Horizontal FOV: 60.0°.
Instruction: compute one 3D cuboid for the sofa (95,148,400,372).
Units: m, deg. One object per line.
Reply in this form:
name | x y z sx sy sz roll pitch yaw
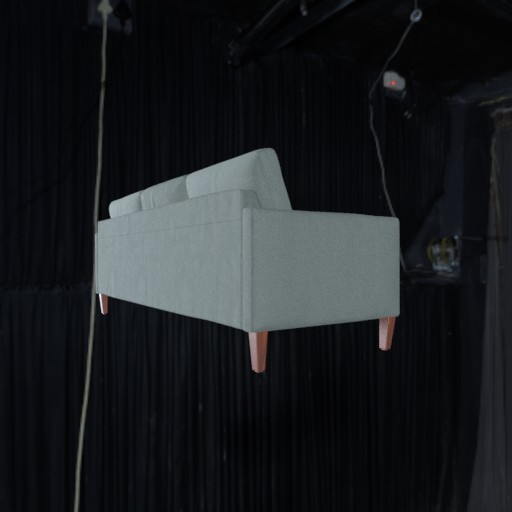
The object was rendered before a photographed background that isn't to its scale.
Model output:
sofa | 0.000 0.000 2.901 1.506 0.876 2.178 0 0 -34
